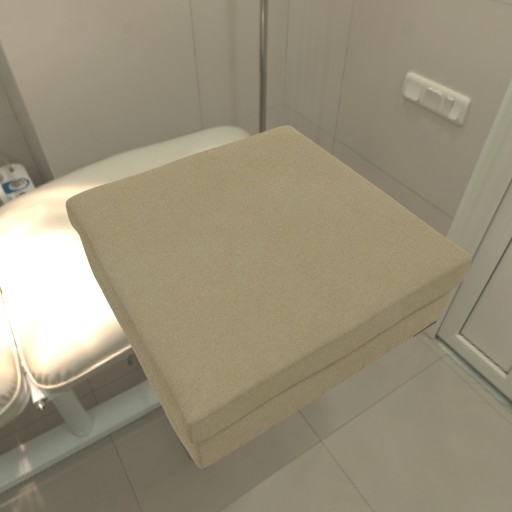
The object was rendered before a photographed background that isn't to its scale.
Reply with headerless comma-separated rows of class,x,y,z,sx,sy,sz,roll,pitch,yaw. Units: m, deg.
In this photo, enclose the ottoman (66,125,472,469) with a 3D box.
ottoman,0.000,0.000,1.865,1.205,0.522,1.190,-25,50,-22
